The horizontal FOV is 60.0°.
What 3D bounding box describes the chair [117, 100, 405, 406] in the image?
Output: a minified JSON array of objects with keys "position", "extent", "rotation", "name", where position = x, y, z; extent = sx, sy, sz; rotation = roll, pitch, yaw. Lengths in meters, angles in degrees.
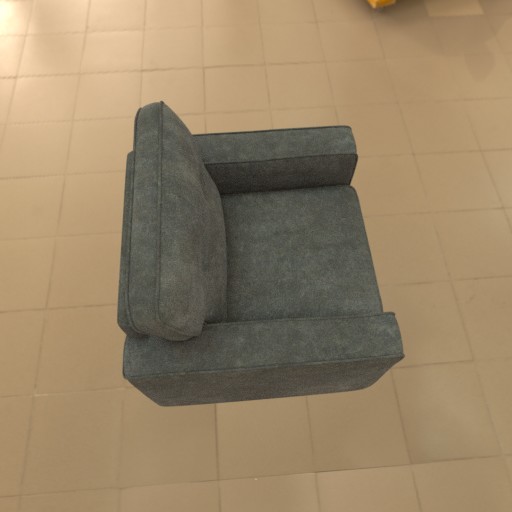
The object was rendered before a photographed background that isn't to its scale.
[{"position":[0.000,0.000,1.788],"extent":[0.939,0.965,1.015],"rotation":[-4,63,-2],"name":"chair"}]
